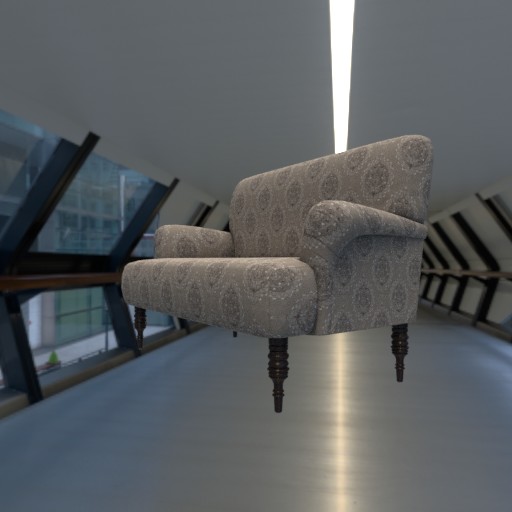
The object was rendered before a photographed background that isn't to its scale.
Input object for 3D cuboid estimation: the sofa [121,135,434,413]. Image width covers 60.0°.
[{"bbox_3d":[0.000,0.000,1.862,0.779,0.889,1.297,0,-1,-35],"label":"sofa"}]
